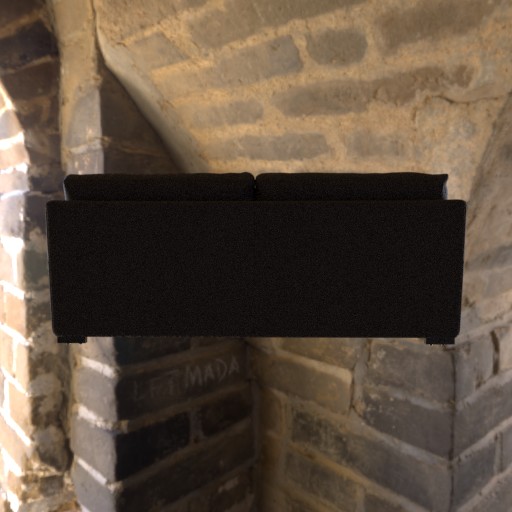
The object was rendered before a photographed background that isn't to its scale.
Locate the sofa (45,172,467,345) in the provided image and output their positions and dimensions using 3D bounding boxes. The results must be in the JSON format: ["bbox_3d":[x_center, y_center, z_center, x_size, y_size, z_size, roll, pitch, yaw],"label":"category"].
[{"bbox_3d":[0.000,0.000,2.860,2.271,0.950,1.140,0,1,1],"label":"sofa"}]
